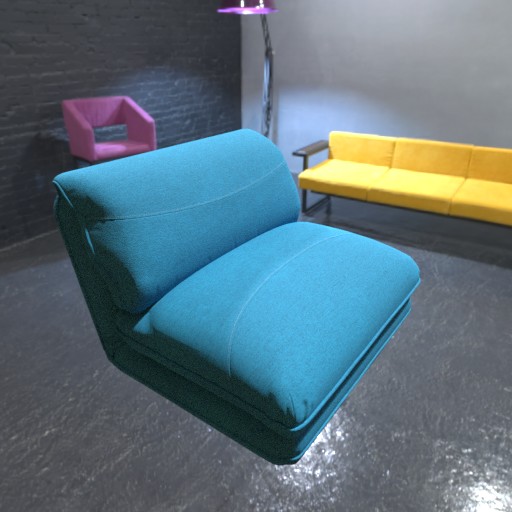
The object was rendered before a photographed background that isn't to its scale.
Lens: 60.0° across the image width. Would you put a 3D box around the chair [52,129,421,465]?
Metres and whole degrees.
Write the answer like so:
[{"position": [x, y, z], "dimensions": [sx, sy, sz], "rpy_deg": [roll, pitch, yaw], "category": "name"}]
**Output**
[{"position": [0.000, 0.000, 1.306], "dimensions": [0.780, 0.580, 0.820], "rpy_deg": [18, 31, 32], "category": "chair"}]
